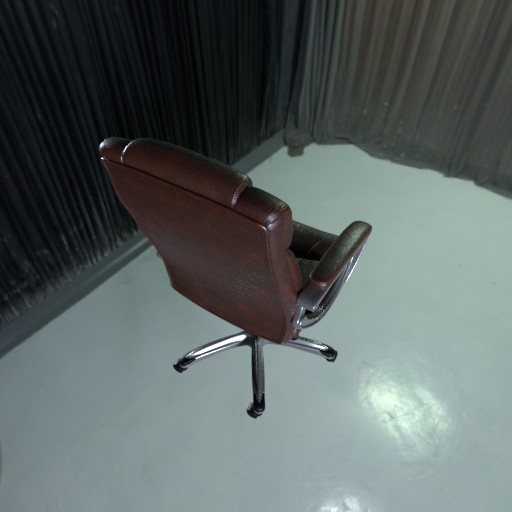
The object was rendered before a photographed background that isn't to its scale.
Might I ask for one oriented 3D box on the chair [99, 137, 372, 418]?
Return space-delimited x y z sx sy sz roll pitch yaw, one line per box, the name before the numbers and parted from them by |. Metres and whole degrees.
chair | 0.000 0.000 1.548 0.656 1.128 0.692 24 50 22
